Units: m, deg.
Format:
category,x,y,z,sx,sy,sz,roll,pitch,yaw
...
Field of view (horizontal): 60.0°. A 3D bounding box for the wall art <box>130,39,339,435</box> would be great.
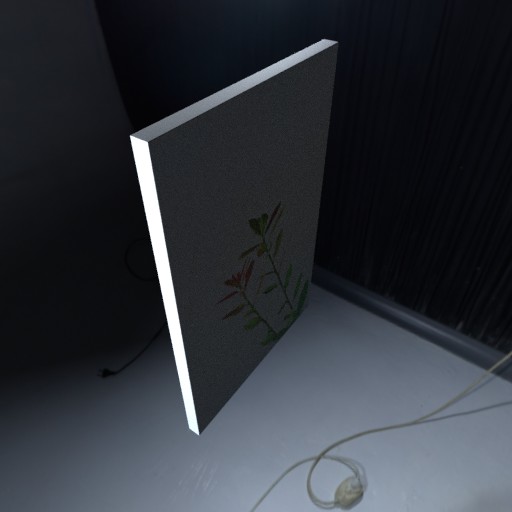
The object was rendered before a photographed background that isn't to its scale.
category,x,y,z,sx,sy,sz,roll,pitch,yaw
wall art,0.000,0.000,1.161,0.039,0.915,0.612,25,47,26
